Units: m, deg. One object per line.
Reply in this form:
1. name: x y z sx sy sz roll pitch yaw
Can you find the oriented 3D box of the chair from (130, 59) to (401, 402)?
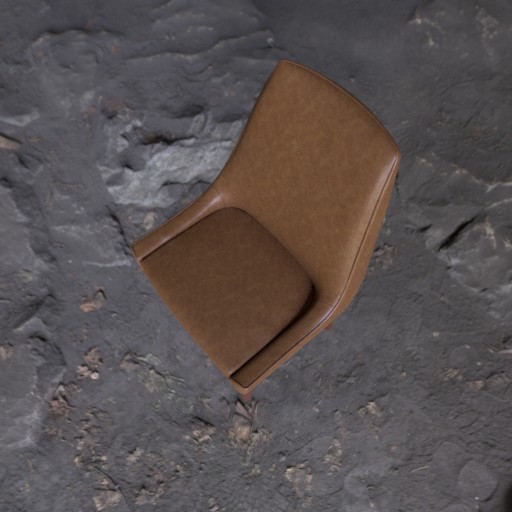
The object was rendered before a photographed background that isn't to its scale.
1. chair: 0.000 0.000 1.237 0.544 0.861 0.529 -37 69 -17
